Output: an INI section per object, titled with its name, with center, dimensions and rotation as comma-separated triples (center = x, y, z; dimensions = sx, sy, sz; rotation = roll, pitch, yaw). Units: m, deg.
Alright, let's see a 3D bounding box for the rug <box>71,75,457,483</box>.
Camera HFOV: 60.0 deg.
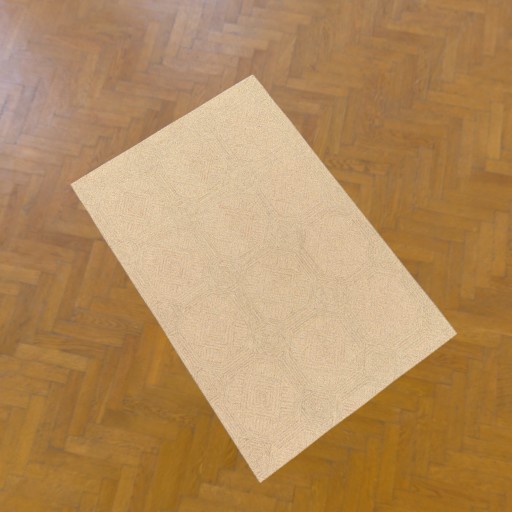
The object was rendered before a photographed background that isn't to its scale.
[rug]
center = 0.000, 0.000, 2.355
dimensions = 1.236, 0.009, 1.839
rotation = -34, 79, -8
